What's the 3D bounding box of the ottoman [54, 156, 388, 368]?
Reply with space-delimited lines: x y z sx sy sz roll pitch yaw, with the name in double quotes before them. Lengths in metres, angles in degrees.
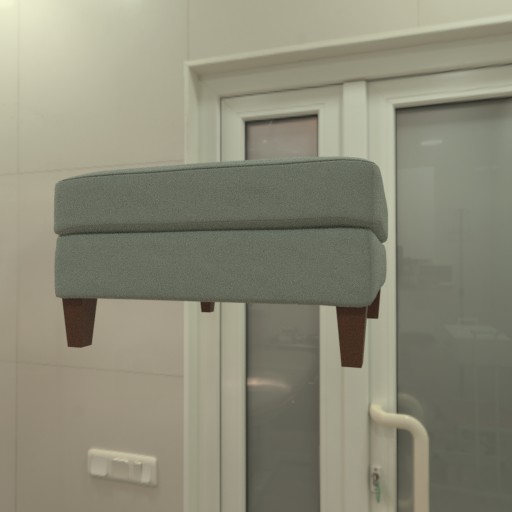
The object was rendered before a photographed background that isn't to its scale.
"ottoman" 0.000 0.000 1.494 0.842 0.494 0.991 0 -1 18
